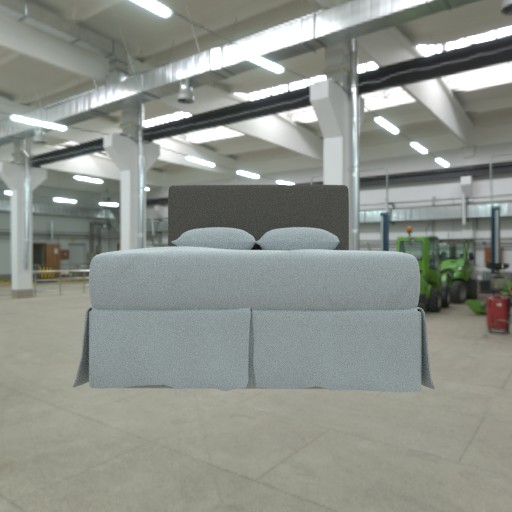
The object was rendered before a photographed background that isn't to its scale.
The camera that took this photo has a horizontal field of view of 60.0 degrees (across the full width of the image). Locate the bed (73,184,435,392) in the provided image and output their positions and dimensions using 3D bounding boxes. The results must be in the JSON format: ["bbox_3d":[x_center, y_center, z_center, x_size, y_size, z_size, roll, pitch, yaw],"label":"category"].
[{"bbox_3d":[0.000,0.000,3.161,1.748,1.330,2.142,0,0,1],"label":"bed"}]
